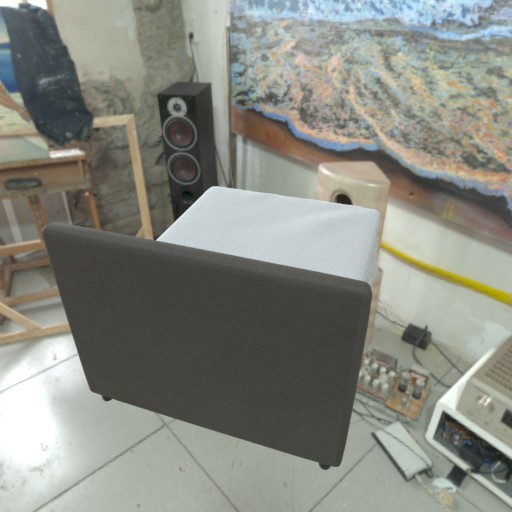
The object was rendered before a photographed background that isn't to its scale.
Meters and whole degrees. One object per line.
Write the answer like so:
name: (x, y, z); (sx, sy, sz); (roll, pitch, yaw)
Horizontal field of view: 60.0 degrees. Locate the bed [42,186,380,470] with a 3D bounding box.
bed: (0.000, 0.000, 3.200); (1.723, 1.330, 2.142); (11, 35, 16)
